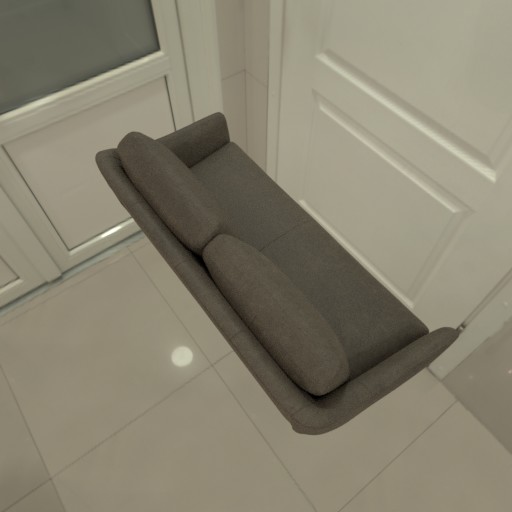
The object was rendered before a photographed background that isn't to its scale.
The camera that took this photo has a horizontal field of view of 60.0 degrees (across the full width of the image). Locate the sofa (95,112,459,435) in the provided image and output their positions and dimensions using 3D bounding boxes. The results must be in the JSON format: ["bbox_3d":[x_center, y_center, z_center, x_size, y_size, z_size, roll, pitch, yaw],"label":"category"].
[{"bbox_3d":[0.000,0.000,2.515,0.960,0.902,2.036,-32,62,-19],"label":"sofa"}]
